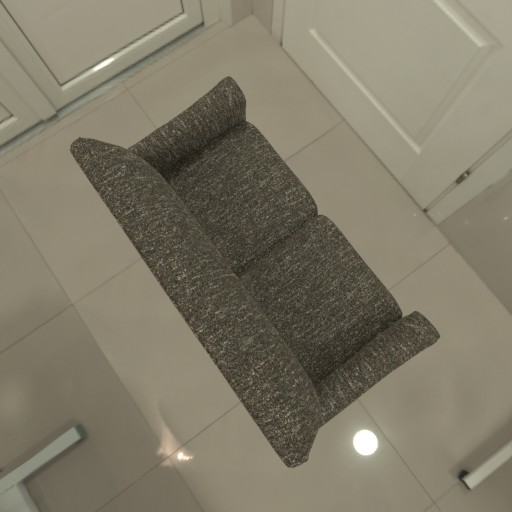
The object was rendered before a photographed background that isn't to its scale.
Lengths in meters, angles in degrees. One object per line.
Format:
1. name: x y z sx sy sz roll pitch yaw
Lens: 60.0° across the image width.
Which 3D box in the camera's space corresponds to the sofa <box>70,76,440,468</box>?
1. sofa: 0.000 0.000 2.056 0.801 0.946 1.519 -35 79 -8
